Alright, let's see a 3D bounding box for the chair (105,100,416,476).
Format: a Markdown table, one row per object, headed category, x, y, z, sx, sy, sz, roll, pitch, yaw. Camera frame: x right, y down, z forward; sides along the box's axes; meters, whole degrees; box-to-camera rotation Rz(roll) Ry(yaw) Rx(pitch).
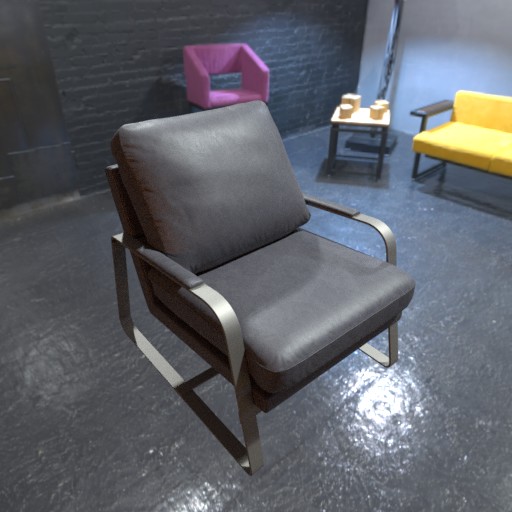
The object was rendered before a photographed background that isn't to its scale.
| category | x | y | z | sx | sy | sz | roll | pitch | yaw |
| --- | --- | --- | --- | --- | --- | --- | --- | --- | --- |
| chair | 0.000 | 0.000 | 1.480 | 0.692 | 0.839 | 0.878 | -24 | 39 | -33 |
